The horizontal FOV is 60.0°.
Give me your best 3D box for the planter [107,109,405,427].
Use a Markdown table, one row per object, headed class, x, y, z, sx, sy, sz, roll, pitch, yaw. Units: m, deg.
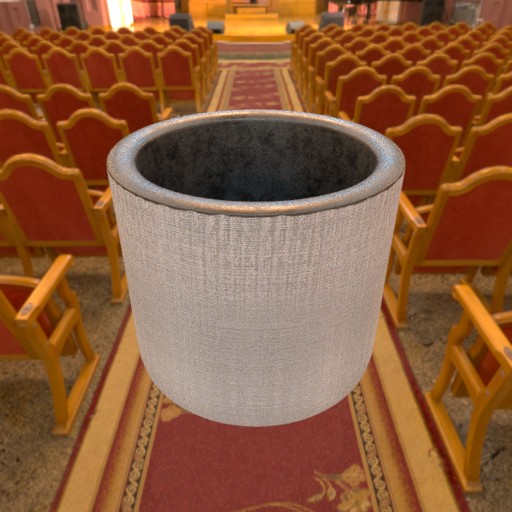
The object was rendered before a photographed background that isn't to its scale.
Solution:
| class | x | y | z | sx | sy | sz | roll | pitch | yaw |
| --- | --- | --- | --- | --- | --- | --- | --- | --- | --- |
| planter | 0.000 | 0.000 | 0.219 | 0.125 | 0.112 | 0.125 | 0 | 33 | 0 |
